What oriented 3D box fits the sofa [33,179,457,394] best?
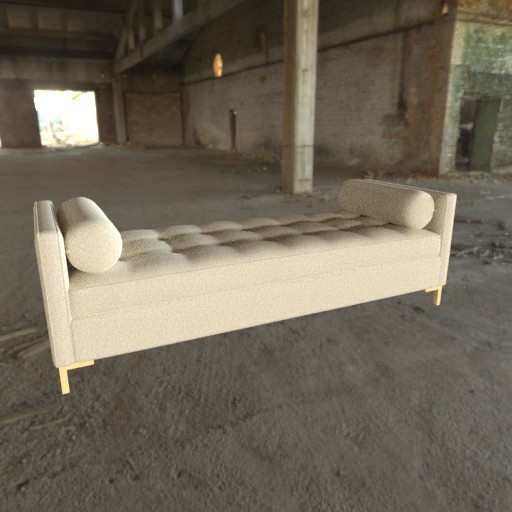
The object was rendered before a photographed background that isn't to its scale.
[{"bbox_3d":[0.000,0.000,2.273,1.985,0.641,0.746,-8,18,-25],"label":"sofa"}]
